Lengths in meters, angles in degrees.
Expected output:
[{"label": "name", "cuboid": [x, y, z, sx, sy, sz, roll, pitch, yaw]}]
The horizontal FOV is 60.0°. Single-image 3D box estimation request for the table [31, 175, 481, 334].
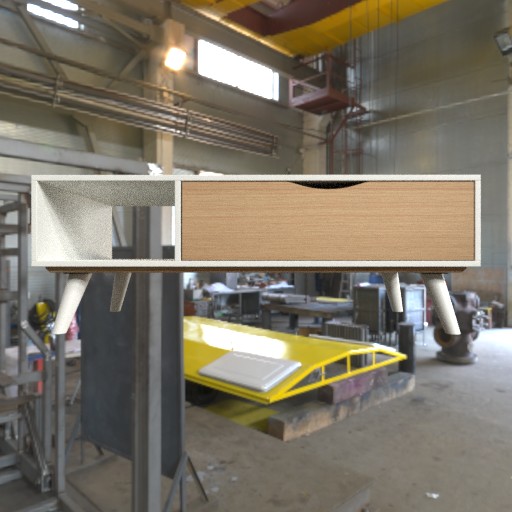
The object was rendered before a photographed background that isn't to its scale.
[{"label": "table", "cuboid": [0.000, 0.000, 1.482, 1.194, 0.432, 0.609, 0, 0, 0]}]
